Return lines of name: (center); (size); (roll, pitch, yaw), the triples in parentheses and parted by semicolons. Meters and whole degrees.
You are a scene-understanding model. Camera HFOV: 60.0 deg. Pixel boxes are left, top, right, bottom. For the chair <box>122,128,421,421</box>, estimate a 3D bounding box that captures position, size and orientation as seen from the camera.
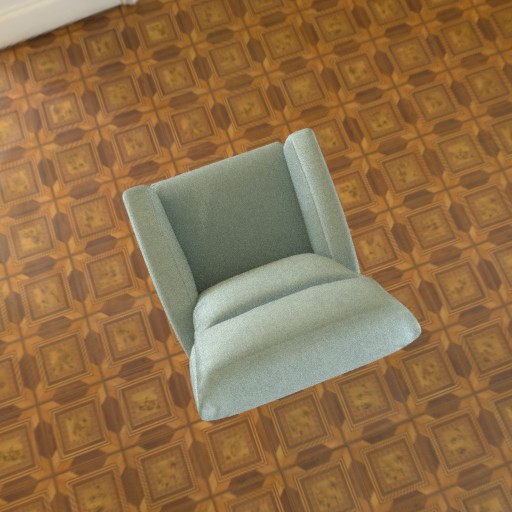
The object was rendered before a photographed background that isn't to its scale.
chair: (0.000, 0.000, 1.651); (0.812, 1.013, 0.940); (-20, 77, -5)
